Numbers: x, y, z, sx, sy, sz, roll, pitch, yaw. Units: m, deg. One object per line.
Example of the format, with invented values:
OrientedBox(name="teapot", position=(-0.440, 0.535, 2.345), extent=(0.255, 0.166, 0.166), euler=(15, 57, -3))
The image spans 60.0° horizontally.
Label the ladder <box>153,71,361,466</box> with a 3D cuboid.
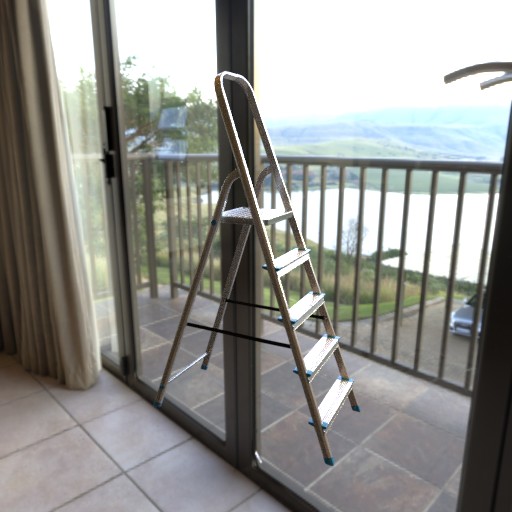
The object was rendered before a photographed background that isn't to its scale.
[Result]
OrientedBox(name="ladder", position=(0.000, 0.000, 2.122), extent=(0.990, 1.648, 0.468), euler=(7, 16, 26))
